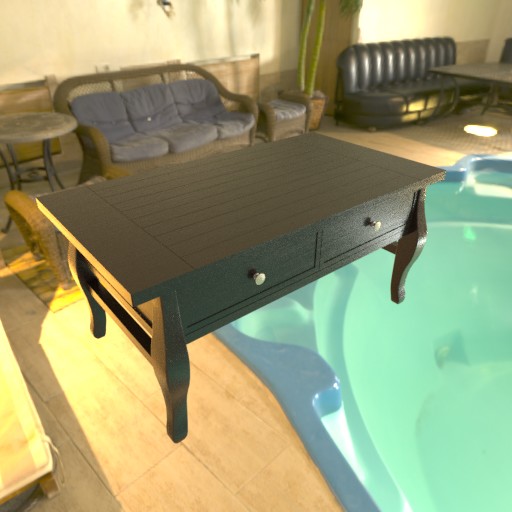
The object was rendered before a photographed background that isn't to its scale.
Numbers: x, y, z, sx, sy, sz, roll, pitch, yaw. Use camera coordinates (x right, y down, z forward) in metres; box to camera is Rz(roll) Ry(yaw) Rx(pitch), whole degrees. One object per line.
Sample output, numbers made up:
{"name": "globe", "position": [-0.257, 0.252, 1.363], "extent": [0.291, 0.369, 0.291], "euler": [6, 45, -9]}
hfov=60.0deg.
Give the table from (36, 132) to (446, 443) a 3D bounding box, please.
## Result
{"name": "table", "position": [0.000, 0.000, 1.417], "extent": [1.062, 0.494, 0.600], "euler": [-22, 37, -33]}
